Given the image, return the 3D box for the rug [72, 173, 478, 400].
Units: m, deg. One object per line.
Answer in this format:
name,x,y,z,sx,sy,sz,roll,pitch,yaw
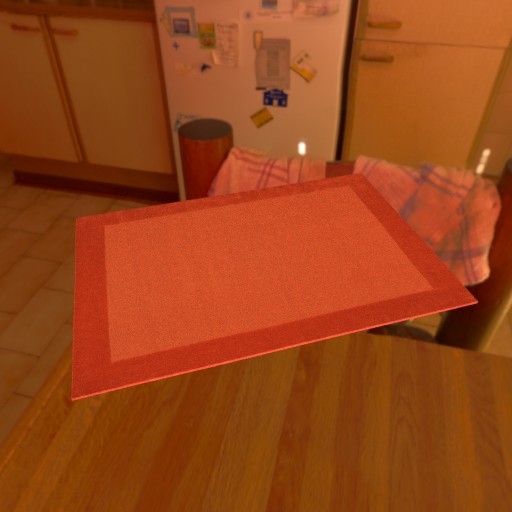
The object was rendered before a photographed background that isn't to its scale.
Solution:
rug,0.000,0.000,2.336,1.829,0.014,1.219,-11,42,-12
